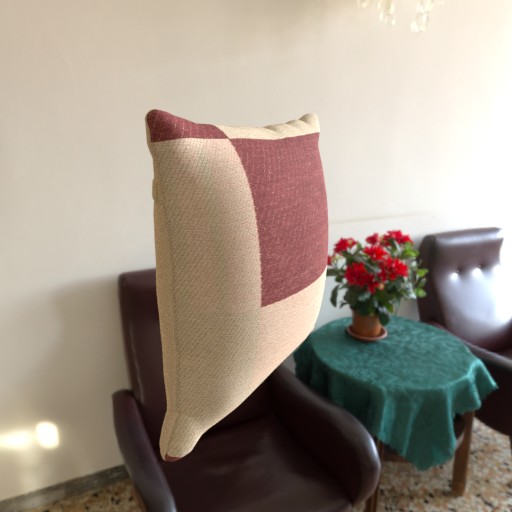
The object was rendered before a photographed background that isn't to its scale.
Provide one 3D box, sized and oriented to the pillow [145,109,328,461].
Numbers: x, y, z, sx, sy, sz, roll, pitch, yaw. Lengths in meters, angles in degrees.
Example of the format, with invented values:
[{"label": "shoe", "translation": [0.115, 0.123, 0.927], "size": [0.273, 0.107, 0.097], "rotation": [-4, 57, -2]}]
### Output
[{"label": "pillow", "translation": [0.000, 0.000, 0.804], "size": [0.229, 0.506, 0.536], "rotation": [9, 18, 28]}]
